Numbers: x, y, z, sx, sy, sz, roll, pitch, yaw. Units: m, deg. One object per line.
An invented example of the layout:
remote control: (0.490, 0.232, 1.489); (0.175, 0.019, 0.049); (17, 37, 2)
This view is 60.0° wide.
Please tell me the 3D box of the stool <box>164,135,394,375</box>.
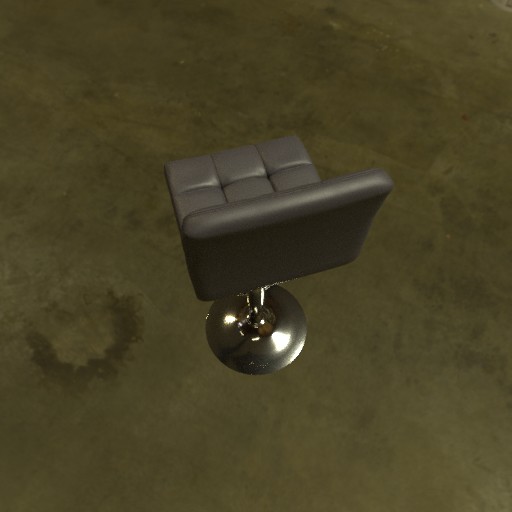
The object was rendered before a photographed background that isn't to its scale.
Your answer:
stool: (0.000, 0.000, 1.391); (0.430, 1.115, 0.505); (-15, 60, -9)
